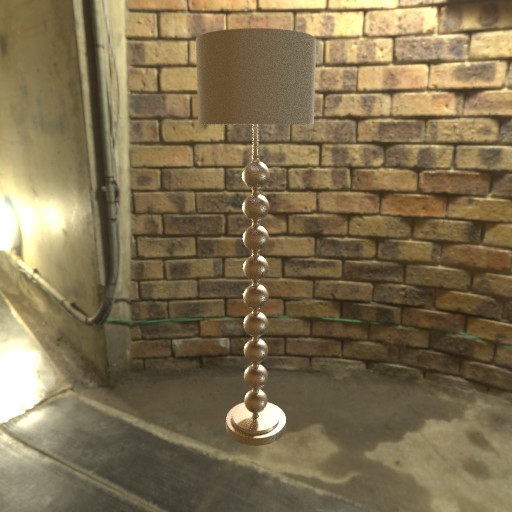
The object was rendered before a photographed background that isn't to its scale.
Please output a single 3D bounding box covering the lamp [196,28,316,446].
[{"bbox_3d":[0.000,0.000,1.651,0.394,1.474,0.394,-3,16,-10],"label":"lamp"}]
